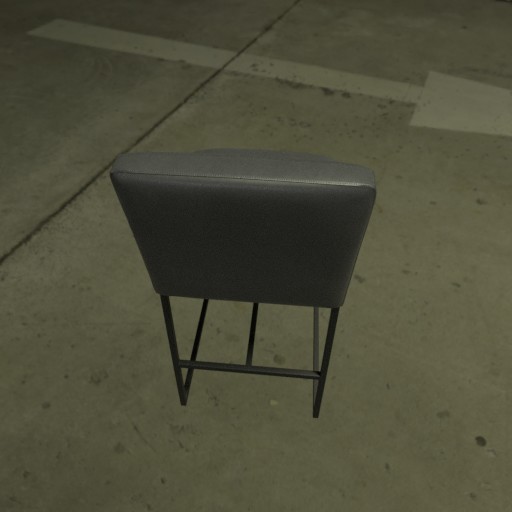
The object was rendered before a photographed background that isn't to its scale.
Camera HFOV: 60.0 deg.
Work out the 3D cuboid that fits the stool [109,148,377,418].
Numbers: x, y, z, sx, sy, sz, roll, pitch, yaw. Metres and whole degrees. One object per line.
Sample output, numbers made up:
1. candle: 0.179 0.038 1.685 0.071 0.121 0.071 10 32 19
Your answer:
1. stool: 0.000 0.000 1.230 0.457 0.938 0.552 4 46 4
